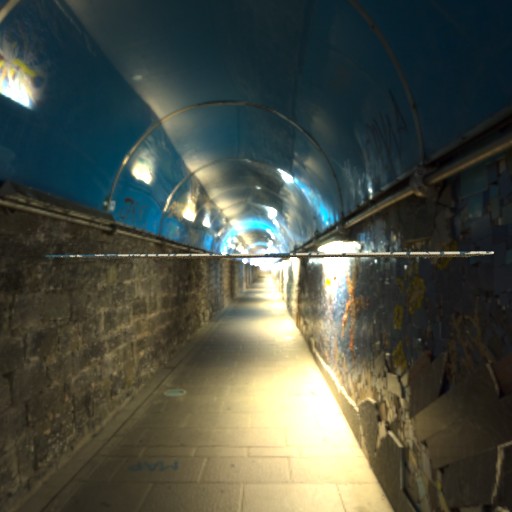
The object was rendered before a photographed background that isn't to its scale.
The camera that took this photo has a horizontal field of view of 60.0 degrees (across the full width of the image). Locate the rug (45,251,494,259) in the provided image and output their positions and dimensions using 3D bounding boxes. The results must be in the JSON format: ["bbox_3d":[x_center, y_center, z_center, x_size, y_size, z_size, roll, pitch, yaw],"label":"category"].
[{"bbox_3d":[0.000,0.000,2.678,2.435,0.011,0.750,0,-1,17],"label":"rug"}]
